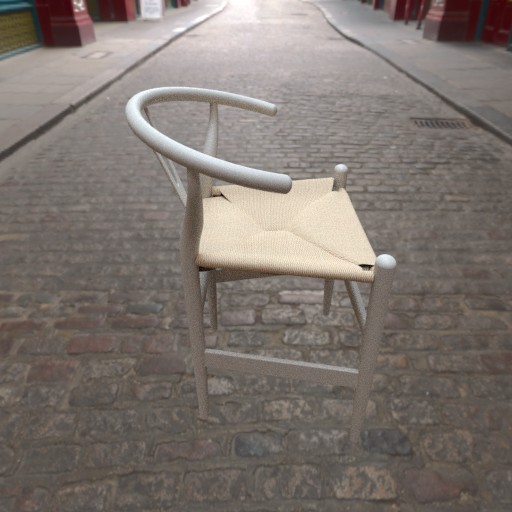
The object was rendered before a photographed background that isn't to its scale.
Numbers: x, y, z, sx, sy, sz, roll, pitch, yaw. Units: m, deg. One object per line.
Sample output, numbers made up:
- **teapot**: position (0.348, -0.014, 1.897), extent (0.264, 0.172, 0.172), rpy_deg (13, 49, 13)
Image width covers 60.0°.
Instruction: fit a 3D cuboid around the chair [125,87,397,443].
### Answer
- **chair**: position (0.000, 0.000, 1.062), extent (0.500, 0.736, 0.533), rpy_deg (0, 31, 0)
